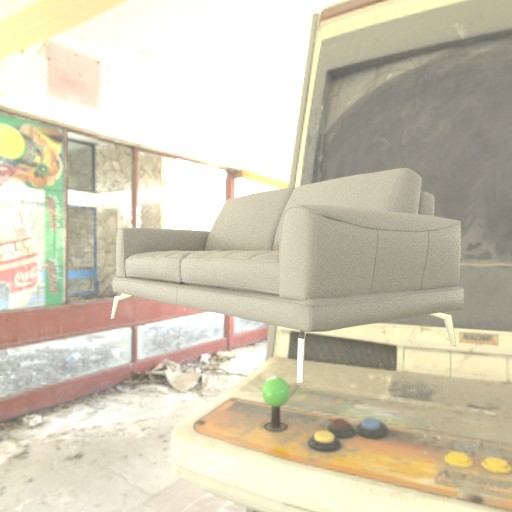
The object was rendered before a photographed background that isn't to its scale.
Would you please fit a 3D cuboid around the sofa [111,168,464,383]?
[{"bbox_3d":[0.000,0.000,2.761,1.121,0.930,2.177,0,0,-36],"label":"sofa"}]
